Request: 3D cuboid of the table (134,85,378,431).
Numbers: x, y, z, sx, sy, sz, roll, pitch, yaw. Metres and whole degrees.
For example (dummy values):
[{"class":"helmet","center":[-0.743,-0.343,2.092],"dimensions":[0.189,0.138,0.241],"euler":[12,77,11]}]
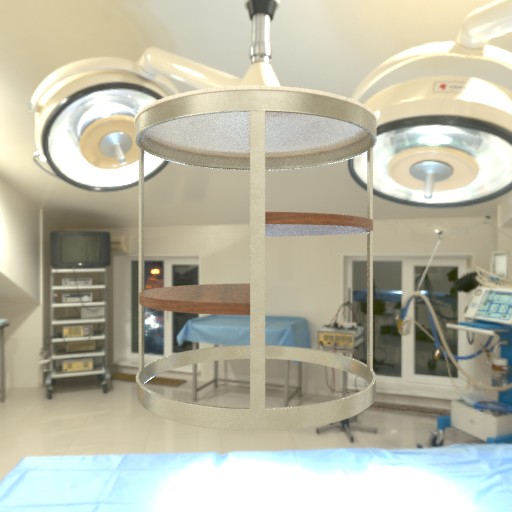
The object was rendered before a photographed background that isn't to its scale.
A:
[{"class":"table","center":[0.000,0.000,0.768],"dimensions":[0.407,0.447,0.407],"euler":[0,0,0]}]
